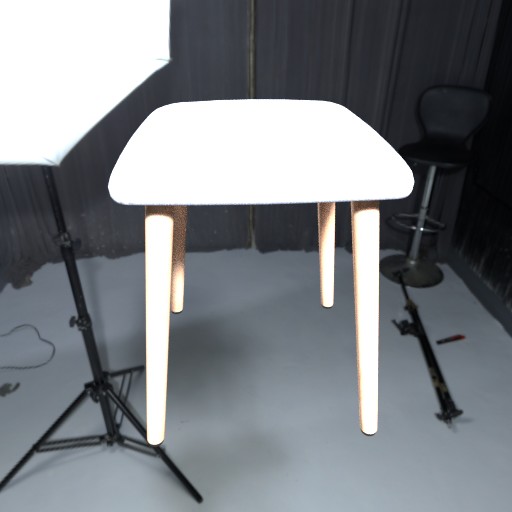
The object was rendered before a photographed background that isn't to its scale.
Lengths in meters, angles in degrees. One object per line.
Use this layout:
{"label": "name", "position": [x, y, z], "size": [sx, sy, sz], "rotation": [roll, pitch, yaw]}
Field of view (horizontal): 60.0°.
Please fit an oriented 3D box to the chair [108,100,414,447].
{"label": "chair", "position": [0.000, 0.000, 0.700], "size": [0.350, 0.440, 0.350], "rotation": [-2, 30, -3]}
